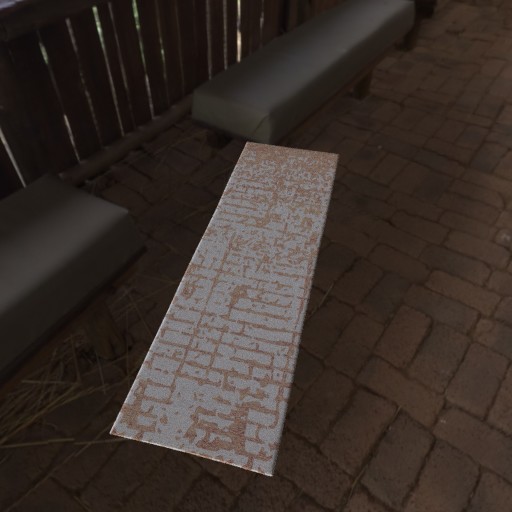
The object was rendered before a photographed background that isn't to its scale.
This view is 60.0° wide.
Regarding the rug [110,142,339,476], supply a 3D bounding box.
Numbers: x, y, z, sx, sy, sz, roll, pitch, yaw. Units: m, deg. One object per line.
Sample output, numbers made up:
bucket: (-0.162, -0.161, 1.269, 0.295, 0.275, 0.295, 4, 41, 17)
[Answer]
rug: (0.000, 0.000, 2.735, 0.750, 0.011, 2.435, 10, 48, 9)
